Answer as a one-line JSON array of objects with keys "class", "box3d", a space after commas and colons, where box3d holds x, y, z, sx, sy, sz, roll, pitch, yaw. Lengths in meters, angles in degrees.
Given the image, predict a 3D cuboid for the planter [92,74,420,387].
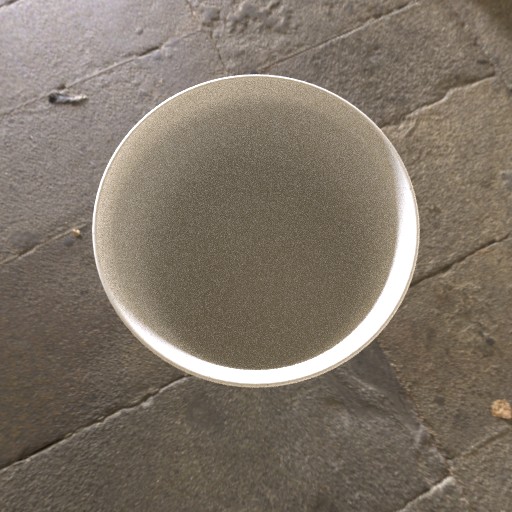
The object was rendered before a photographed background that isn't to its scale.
[{"class": "planter", "box3d": [0.000, 0.000, 0.491, 0.268, 0.270, 0.268, 0, 76, 0]}]
